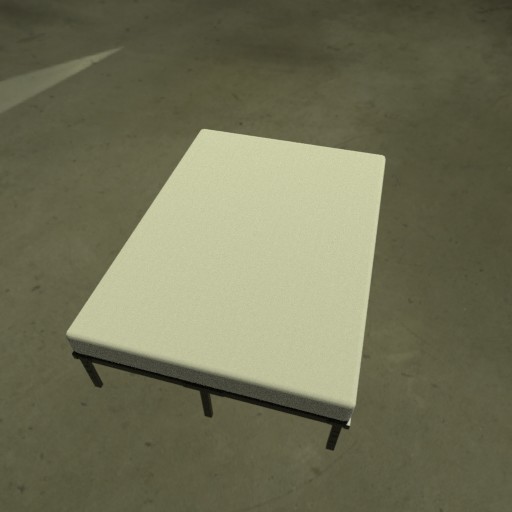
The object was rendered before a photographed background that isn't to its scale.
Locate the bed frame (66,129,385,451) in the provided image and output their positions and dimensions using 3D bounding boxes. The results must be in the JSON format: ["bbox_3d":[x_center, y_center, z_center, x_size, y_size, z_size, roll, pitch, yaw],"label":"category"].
[{"bbox_3d":[0.000,0.000,3.797,2.205,0.680,2.842,17,49,15],"label":"bed frame"}]
